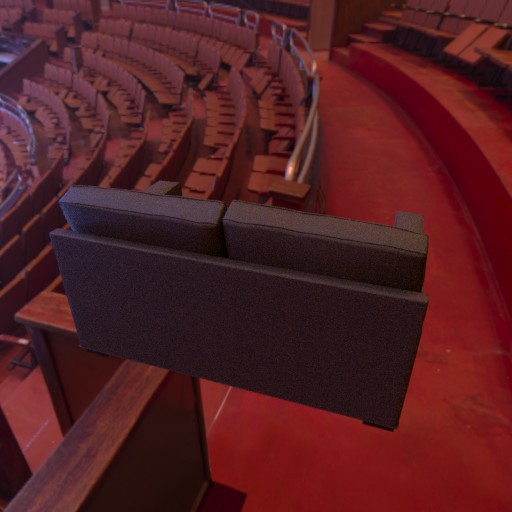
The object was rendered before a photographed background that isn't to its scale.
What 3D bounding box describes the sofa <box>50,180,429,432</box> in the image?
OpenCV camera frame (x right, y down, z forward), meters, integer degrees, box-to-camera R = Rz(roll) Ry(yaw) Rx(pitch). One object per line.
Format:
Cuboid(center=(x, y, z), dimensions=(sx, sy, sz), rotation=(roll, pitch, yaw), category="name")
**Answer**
Cuboid(center=(0.000, 0.000, 2.183), dimensions=(1.534, 0.887, 0.974), rotation=(10, 33, 15), category="sofa")
